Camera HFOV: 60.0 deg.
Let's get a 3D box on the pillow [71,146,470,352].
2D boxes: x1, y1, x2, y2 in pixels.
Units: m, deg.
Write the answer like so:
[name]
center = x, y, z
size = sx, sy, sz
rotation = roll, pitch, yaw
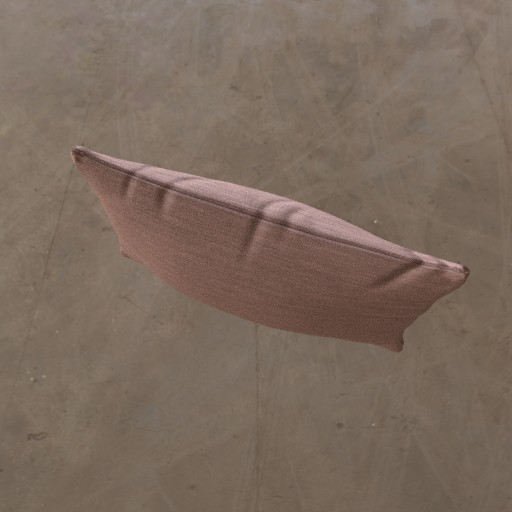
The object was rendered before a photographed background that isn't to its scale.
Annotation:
[pillow]
center = 0.000, 0.000, 0.802
size = 0.633, 0.338, 0.210
rotation = 18, 63, 10
